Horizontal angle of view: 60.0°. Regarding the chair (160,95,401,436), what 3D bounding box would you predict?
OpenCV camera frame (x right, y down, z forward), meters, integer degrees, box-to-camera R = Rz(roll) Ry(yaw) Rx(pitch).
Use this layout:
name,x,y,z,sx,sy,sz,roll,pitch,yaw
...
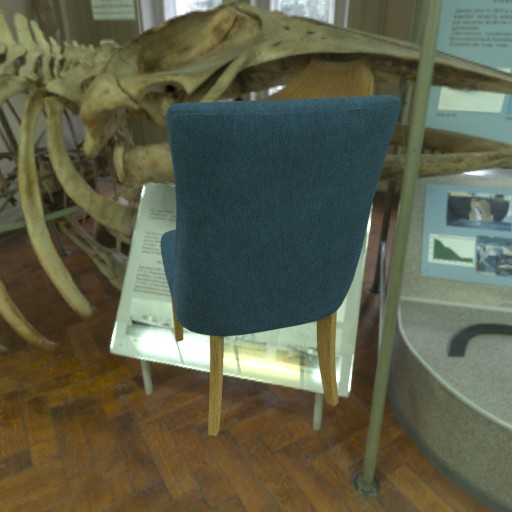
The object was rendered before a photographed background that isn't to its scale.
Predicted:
name,x,y,z,sx,sy,sz,roll,pitch,yaw
chair,0.000,0.000,1.250,0.495,0.902,0.609,-8,27,-15
